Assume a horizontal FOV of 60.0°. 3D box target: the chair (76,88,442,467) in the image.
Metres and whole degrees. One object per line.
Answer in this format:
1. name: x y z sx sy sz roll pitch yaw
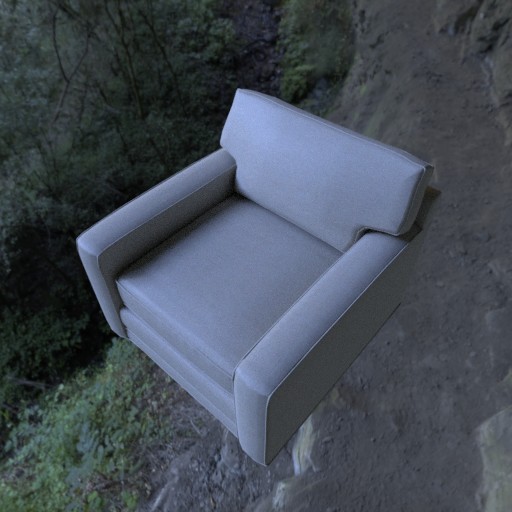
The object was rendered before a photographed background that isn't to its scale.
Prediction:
1. chair: 0.000 0.000 1.847 0.998 0.913 1.043 33 55 27
